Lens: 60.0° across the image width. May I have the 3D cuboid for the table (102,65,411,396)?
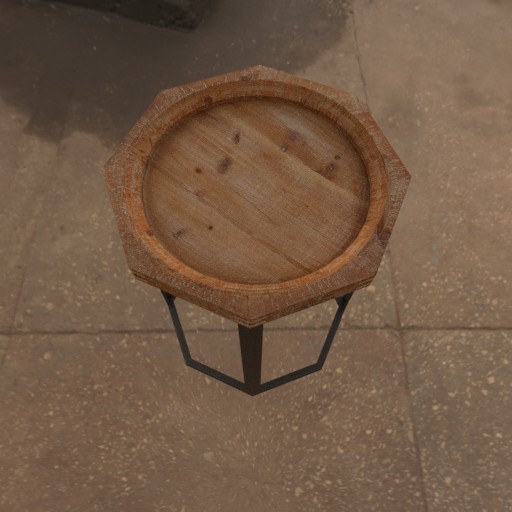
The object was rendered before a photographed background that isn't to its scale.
[{"bbox_3d":[0.000,0.000,0.896,0.458,0.543,0.458,2,63,1],"label":"table"}]
